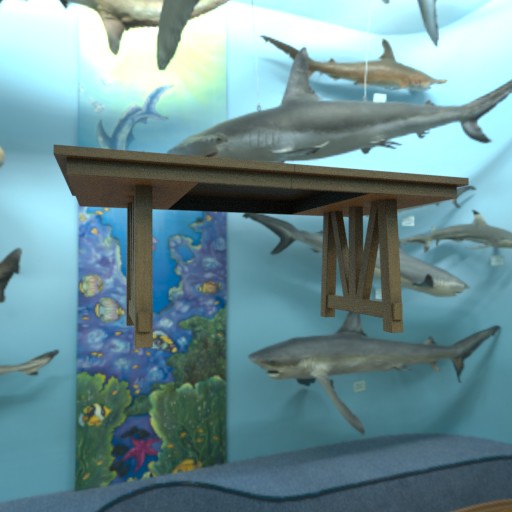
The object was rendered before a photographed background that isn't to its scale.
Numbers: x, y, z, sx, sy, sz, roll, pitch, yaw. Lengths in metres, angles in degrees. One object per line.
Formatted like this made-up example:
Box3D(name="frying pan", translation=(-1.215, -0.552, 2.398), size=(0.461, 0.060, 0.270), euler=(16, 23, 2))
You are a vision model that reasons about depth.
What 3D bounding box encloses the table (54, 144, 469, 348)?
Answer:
Box3D(name="table", translation=(0.000, 0.000, 2.365), size=(1.881, 0.768, 1.016), euler=(0, -1, -19))
